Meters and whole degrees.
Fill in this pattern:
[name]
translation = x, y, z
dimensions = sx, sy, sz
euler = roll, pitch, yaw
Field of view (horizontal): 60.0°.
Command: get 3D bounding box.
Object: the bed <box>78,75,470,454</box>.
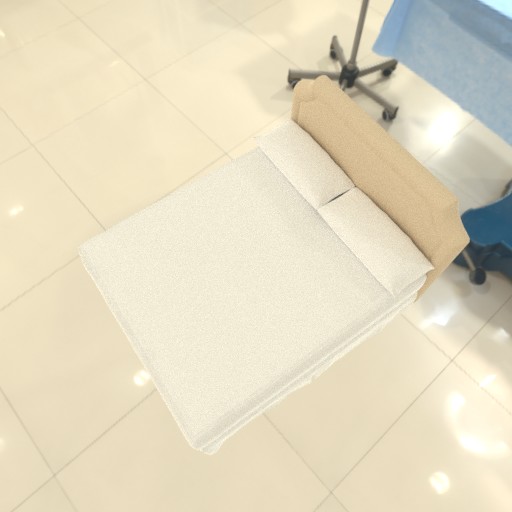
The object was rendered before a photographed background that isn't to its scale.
[bed]
translation = 0.000, 0.000, 3.837
dimensions = 2.548, 1.524, 2.134
euler = -32, 68, -15
